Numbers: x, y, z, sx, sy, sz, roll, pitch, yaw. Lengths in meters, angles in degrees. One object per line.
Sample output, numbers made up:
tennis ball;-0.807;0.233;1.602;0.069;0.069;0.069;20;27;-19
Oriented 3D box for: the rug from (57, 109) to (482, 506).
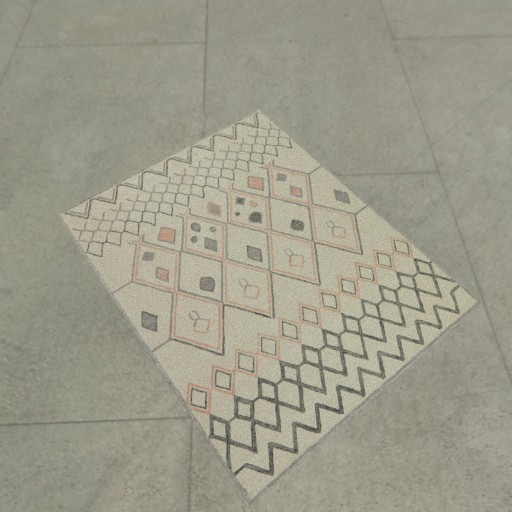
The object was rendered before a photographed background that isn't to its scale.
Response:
rug;0.000;0.000;3.962;2.441;0.016;3.050;-33;64;-19
